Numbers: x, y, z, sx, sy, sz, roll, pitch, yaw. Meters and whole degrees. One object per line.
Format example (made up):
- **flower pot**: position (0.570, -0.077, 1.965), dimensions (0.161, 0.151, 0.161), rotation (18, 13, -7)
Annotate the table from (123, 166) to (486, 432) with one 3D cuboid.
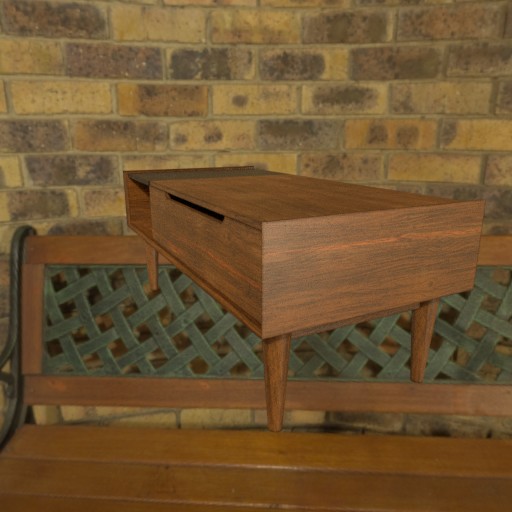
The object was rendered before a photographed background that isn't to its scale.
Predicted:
- **table**: position (0.000, 0.000, 1.517), dimensions (0.610, 0.508, 1.221), rotation (-8, 17, -26)
